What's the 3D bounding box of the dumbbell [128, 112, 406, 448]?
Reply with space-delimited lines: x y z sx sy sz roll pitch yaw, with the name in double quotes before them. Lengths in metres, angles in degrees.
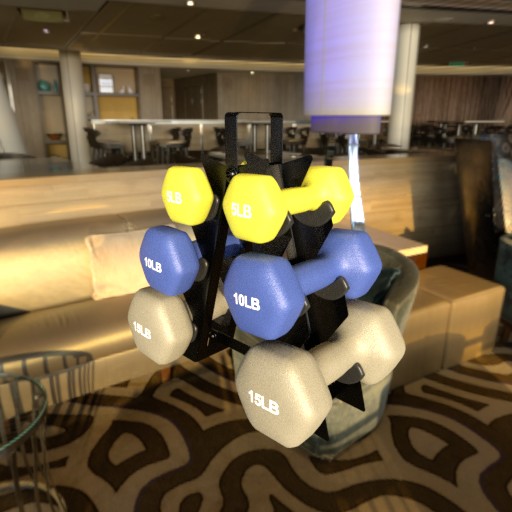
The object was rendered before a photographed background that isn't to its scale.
"dumbbell" 0.000 0.000 0.691 0.416 0.426 0.261 16 23 43
